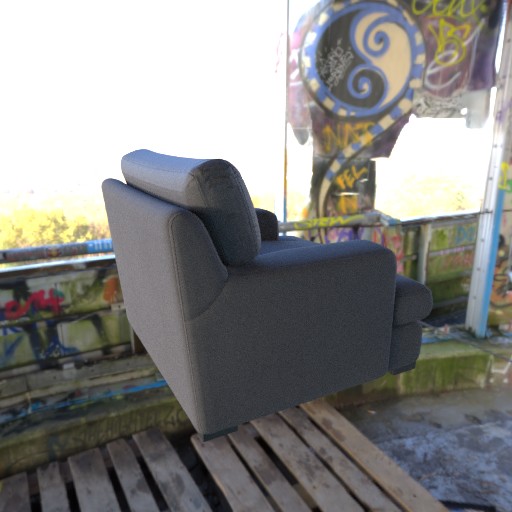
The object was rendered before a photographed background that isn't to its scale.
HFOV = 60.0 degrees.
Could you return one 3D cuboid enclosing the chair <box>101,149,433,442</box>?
[{"bbox_3d":[0.000,0.000,2.032,1.143,0.940,1.168,-8,18,-27],"label":"chair"}]
